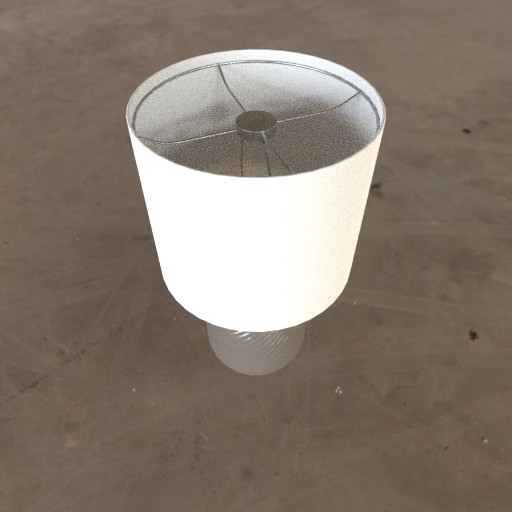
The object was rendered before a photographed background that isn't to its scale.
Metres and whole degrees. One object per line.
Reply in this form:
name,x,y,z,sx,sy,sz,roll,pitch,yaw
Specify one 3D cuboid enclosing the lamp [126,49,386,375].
lamp,0.000,0.000,0.492,0.207,0.366,0.207,-16,49,-15
